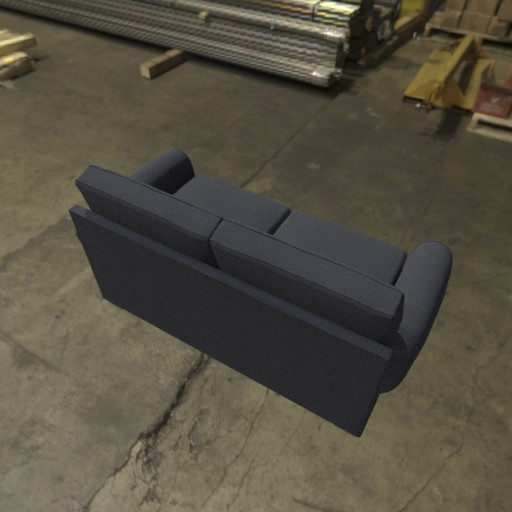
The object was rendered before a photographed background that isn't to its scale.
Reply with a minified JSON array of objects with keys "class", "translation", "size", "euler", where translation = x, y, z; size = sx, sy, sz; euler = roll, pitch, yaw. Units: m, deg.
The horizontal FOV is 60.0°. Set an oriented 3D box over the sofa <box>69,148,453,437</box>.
[{"class":"sofa","translation":[0.000,0.000,2.552],"size":[2.009,1.031,0.951],"euler":[23,50,21]}]
